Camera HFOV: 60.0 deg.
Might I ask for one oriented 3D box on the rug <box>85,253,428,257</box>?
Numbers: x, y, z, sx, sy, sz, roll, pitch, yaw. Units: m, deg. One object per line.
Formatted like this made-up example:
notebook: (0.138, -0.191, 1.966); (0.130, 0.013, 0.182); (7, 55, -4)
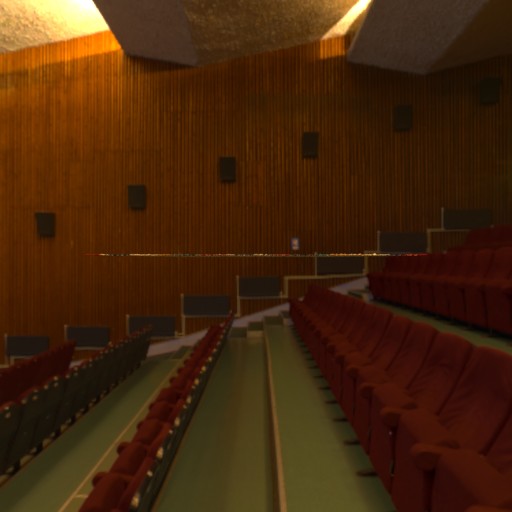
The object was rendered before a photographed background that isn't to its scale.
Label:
rug: (0.000, 0.000, 3.046); (1.465, 0.012, 2.465); (0, 0, 0)
